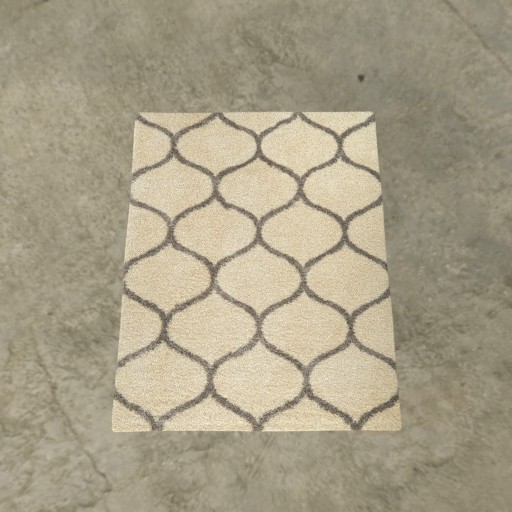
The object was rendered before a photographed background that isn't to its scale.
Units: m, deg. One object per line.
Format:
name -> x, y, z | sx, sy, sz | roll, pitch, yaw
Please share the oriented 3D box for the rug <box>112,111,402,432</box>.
rug -> 0.000, 0.000, 4.055 | 2.399, 0.026, 3.000 | 0, 75, 0
